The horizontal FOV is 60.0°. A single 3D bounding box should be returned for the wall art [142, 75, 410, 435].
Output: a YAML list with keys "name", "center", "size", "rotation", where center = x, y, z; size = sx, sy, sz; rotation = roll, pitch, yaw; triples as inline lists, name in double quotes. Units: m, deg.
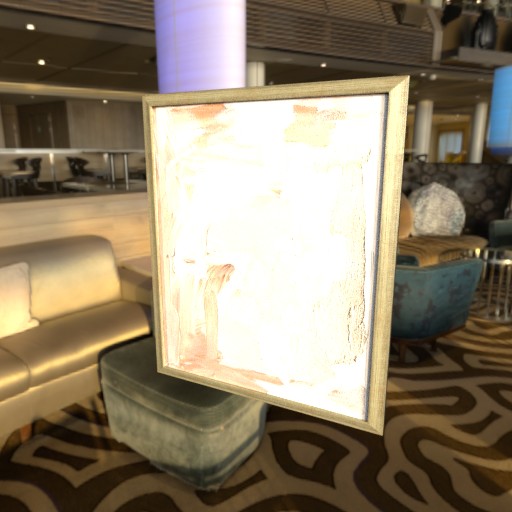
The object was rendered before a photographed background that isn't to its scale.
- name: "wall art"
  center: [0.000, 0.000, 0.916]
  size: [0.559, 0.660, 0.018]
  rotation: [7, 15, 27]
